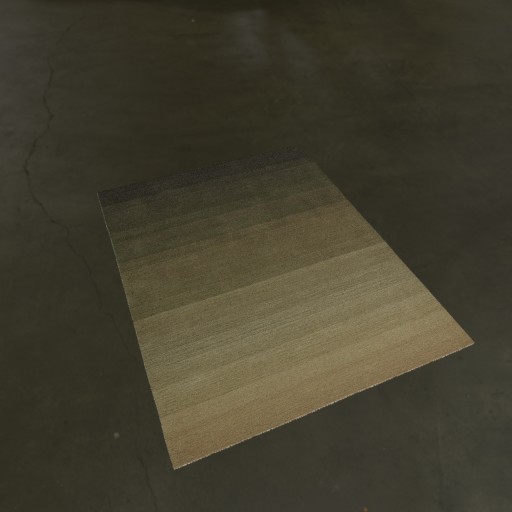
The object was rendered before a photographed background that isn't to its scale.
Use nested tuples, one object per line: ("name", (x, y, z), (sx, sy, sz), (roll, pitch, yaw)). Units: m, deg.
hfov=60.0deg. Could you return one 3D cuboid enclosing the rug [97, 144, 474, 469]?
("rug", (0.000, 0.000, 3.928), (2.315, 0.015, 2.932), (-17, 49, -16))
